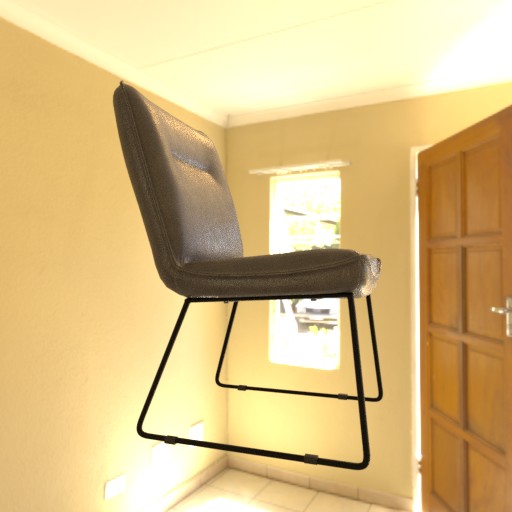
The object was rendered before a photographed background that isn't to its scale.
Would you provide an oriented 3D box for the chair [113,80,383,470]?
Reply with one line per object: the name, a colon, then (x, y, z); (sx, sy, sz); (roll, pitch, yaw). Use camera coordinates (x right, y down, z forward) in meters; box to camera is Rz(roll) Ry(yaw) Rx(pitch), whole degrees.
chair: (0.000, 0.000, 1.293); (0.688, 0.932, 0.515); (0, -1, 19)
